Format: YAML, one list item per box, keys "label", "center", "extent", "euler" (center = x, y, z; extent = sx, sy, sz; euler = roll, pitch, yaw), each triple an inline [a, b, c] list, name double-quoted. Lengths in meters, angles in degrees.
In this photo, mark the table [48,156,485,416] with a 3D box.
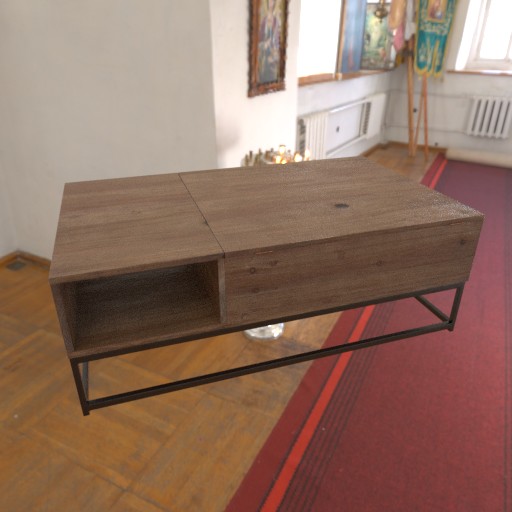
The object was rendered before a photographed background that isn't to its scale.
- label: "table"
  center: [0.000, 0.000, 1.415]
  extent: [1.101, 0.395, 0.655]
  euler: [-9, 29, -16]
